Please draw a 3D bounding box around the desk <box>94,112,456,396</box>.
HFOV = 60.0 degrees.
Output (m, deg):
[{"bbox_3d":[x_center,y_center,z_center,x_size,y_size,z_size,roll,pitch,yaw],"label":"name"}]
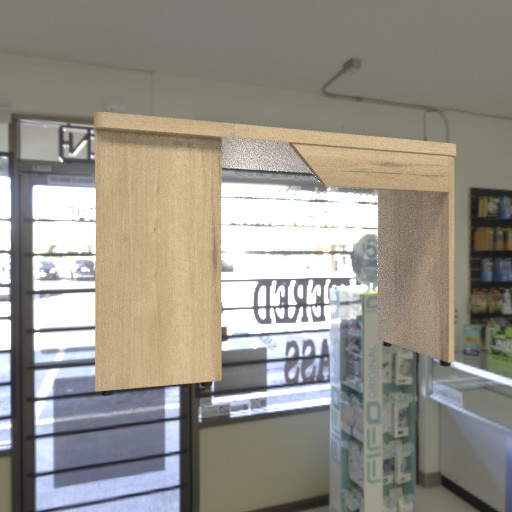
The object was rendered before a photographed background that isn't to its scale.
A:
[{"bbox_3d":[0.000,0.000,1.761,1.169,0.760,0.900,0,0,-17],"label":"desk"}]
